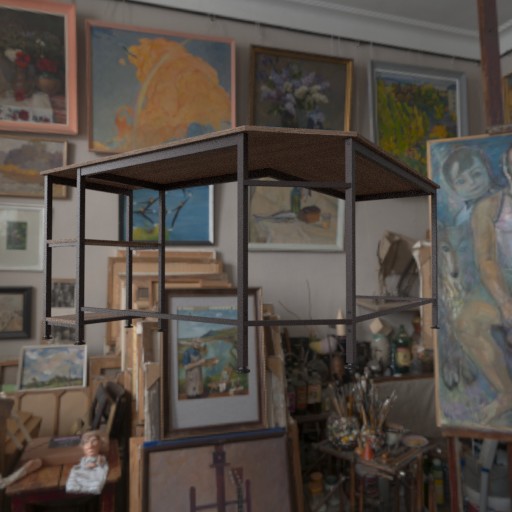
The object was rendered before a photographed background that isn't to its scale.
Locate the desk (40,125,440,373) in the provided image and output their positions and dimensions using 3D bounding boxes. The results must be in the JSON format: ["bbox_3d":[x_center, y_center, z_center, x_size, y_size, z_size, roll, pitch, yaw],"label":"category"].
[{"bbox_3d":[0.000,0.000,2.130,1.379,0.739,1.379,-1,-2,35],"label":"desk"}]
